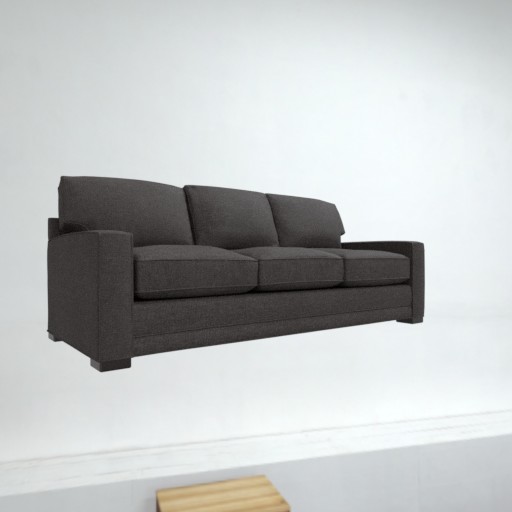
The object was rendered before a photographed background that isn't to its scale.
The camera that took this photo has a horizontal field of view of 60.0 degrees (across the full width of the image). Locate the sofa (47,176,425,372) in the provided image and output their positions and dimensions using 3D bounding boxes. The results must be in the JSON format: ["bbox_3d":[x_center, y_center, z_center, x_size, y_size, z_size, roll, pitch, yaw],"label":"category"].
[{"bbox_3d":[0.000,0.000,2.932,2.369,0.978,1.004,0,0,-37],"label":"sofa"}]
